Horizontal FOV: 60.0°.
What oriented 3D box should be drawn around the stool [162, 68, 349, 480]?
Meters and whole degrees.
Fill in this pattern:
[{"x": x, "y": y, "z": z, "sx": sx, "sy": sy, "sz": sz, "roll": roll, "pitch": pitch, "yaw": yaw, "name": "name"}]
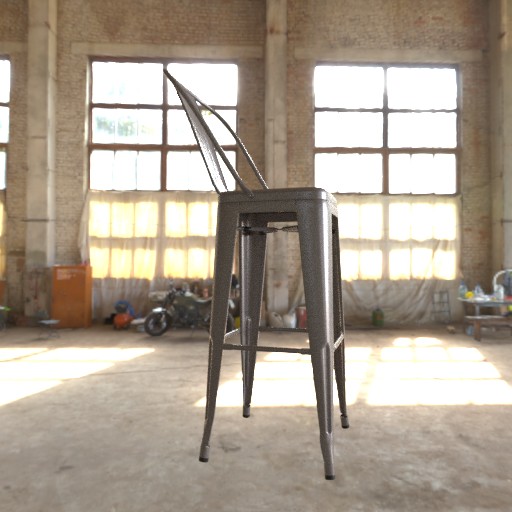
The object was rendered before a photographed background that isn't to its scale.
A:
[{"x": 0.000, "y": 0.000, "z": 1.326, "sx": 0.513, "sy": 1.096, "sz": 0.399, "roll": 0, "pitch": -1, "yaw": 17, "name": "stool"}]
